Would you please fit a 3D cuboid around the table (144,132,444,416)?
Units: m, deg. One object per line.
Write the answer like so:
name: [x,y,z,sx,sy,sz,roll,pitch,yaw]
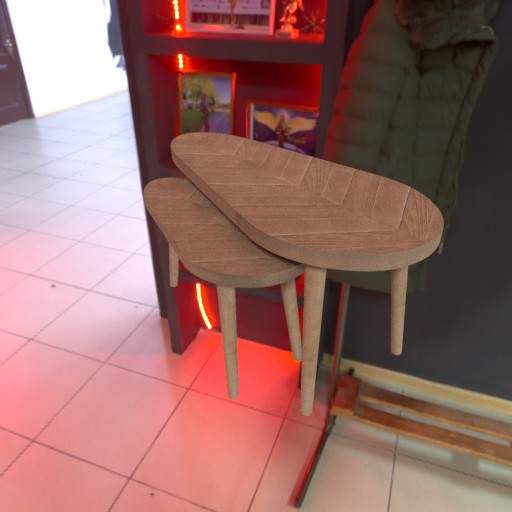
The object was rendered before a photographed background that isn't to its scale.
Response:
table: [0.000,0.000,1.607,0.701,0.595,1.190,-21,37,-31]
